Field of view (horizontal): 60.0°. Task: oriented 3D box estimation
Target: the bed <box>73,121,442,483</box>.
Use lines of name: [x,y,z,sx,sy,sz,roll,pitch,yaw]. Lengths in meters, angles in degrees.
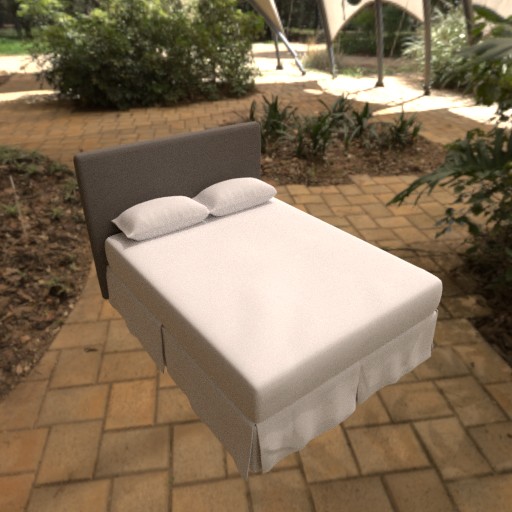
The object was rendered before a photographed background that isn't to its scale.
bed: [0.000,0.000,3.205,1.723,1.330,2.142,-21,36,-32]
